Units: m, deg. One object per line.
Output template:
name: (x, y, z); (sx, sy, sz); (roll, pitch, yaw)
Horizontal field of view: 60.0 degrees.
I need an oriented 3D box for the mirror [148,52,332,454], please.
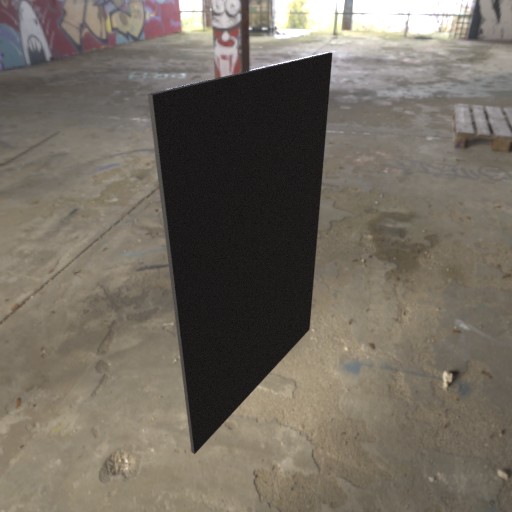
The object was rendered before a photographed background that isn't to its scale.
mirror: (0.000, 0.000, 1.157); (0.039, 0.914, 0.613); (21, 37, 30)
